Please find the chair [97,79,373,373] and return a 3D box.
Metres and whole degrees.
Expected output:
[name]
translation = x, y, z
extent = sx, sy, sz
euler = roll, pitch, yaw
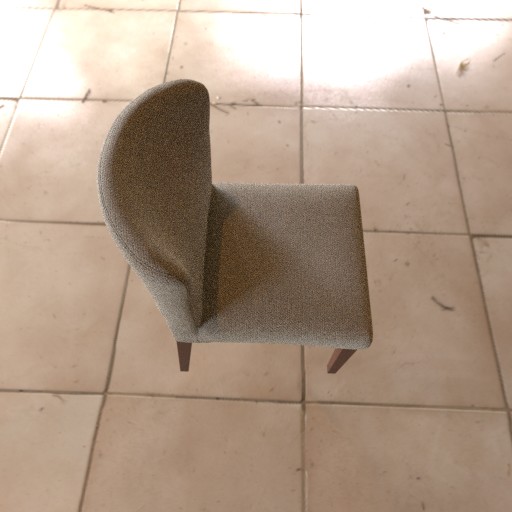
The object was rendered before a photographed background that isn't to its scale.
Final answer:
[chair]
translation = 0.000, 0.000, 1.192
extent = 0.589, 0.839, 0.491
euler = 1, 63, 1
